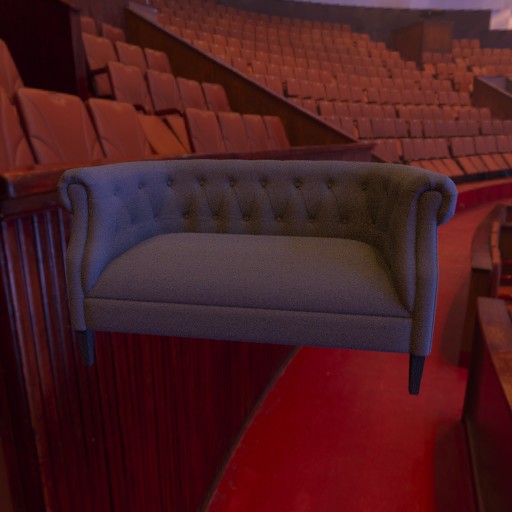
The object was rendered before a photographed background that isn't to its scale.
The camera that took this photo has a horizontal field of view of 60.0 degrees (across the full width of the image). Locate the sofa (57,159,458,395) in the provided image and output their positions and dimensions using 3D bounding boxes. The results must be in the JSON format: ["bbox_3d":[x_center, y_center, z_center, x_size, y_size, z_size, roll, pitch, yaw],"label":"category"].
[{"bbox_3d":[0.000,0.000,2.038,1.558,0.827,0.835,3,16,9],"label":"sofa"}]
